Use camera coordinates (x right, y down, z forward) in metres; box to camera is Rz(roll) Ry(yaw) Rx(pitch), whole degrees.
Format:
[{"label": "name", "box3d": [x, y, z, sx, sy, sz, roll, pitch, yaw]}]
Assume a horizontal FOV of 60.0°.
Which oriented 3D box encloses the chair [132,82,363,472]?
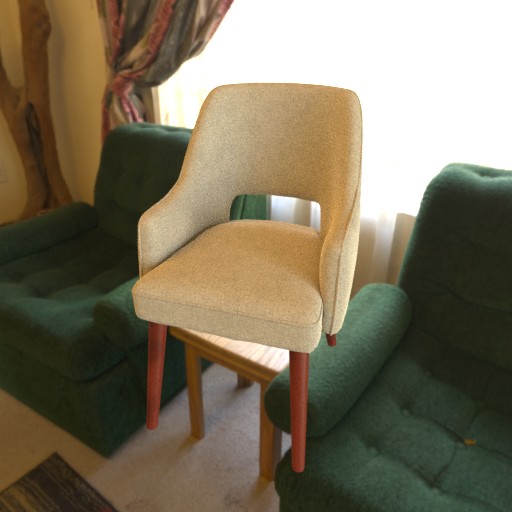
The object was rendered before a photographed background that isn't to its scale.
[{"label": "chair", "box3d": [0.000, 0.000, 1.227, 0.548, 0.849, 0.605, 8, 28, 17]}]
